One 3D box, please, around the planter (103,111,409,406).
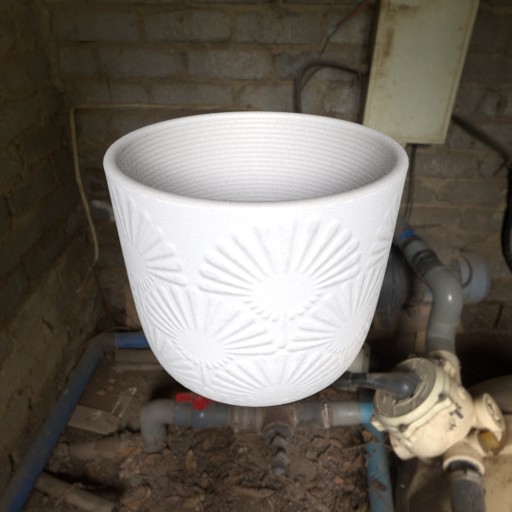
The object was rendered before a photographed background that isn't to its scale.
[{"bbox_3d":[0.000,0.000,0.214,0.124,0.109,0.124,0,31,0],"label":"planter"}]
